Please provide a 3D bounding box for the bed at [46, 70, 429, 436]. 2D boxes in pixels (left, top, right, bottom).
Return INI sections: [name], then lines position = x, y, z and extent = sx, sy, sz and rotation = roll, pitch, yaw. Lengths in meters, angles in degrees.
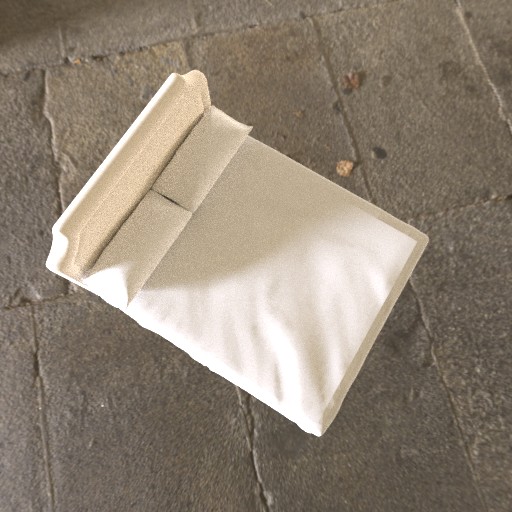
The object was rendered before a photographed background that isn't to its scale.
[bed]
position = 0.000, 0.000, 3.917
extent = 2.548, 1.524, 2.134
rotation = 31, 77, 8
